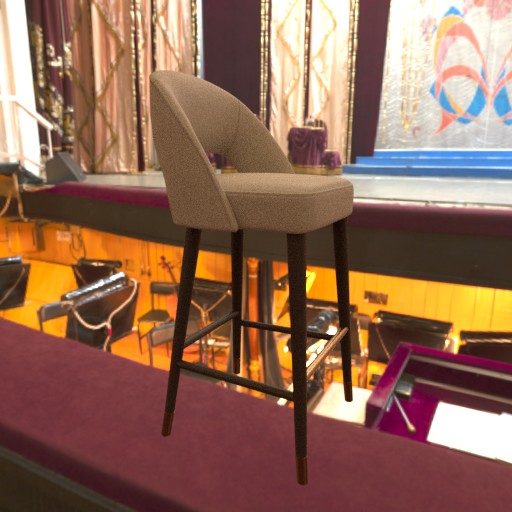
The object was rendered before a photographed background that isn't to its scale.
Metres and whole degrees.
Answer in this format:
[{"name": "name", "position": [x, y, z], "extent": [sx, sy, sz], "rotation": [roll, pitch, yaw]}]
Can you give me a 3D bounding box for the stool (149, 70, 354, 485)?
[{"name": "stool", "position": [0.000, 0.000, 1.294], "extent": [0.509, 1.037, 0.494], "rotation": [7, 14, 26]}]
